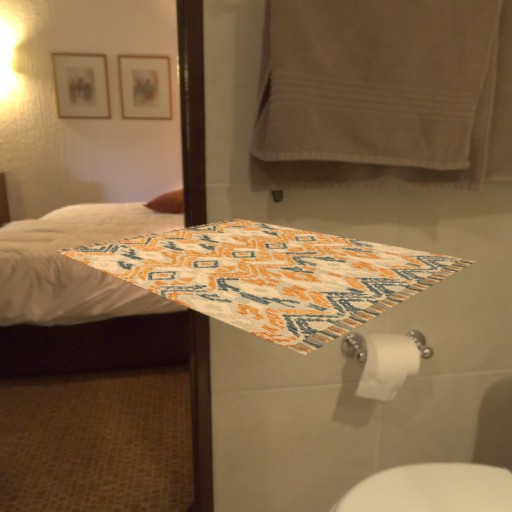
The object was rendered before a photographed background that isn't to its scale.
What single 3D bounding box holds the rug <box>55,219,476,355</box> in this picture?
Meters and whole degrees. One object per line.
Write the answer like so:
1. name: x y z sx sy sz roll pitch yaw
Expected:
1. rug: 0.000 0.000 4.078 3.048 0.010 2.439 14 20 42
